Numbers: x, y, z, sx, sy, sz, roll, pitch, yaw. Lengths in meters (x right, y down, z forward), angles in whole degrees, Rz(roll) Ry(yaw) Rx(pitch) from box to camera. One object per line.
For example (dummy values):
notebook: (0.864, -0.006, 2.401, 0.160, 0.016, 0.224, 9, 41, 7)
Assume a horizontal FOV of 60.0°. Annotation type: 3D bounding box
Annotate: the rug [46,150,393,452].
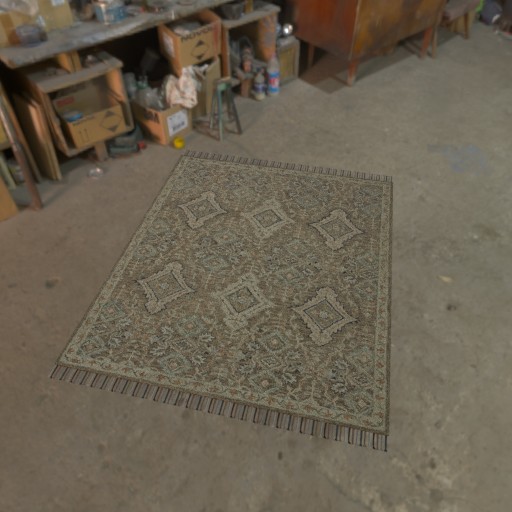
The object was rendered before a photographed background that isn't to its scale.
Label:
rug: (0.000, 0.000, 4.068, 2.437, 0.010, 3.056, 9, 47, 9)
